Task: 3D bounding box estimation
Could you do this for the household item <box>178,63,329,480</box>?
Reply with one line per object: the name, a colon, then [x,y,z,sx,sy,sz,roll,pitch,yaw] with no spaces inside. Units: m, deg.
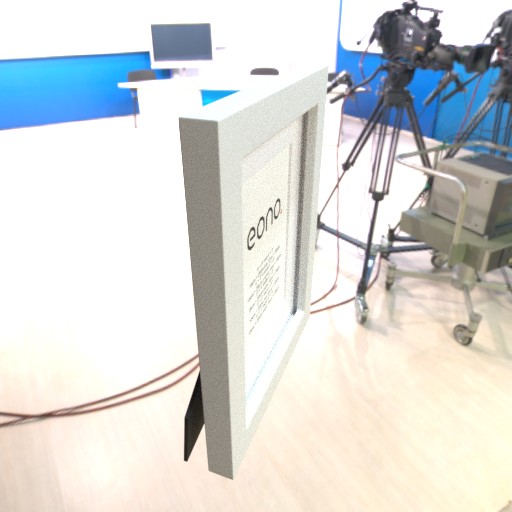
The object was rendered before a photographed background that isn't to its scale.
household item: [0.000,0.000,0.338,0.045,0.250,0.200,11,32,19]
